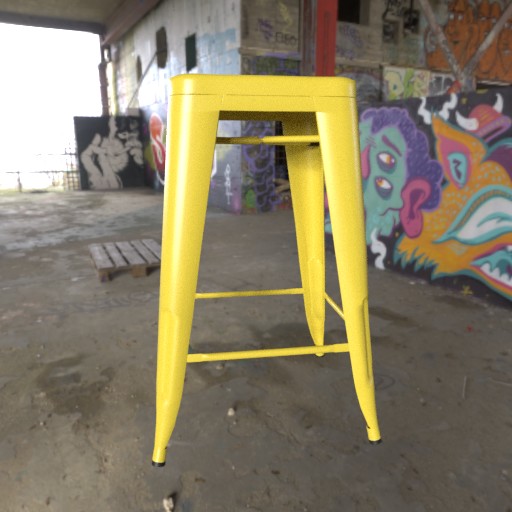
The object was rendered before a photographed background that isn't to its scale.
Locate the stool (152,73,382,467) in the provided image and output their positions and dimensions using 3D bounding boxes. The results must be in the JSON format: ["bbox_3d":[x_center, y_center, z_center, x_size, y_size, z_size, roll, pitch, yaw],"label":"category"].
[{"bbox_3d":[0.000,0.000,0.843,0.399,0.609,0.359,-2,14,-9],"label":"stool"}]
